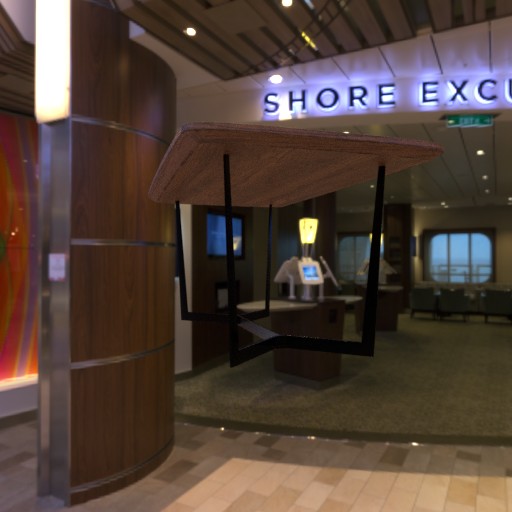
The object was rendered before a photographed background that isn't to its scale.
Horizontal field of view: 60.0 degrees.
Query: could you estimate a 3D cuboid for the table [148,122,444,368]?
[{"bbox_3d":[0.000,0.000,2.158,0.949,0.765,1.643,0,0,-17],"label":"table"}]
